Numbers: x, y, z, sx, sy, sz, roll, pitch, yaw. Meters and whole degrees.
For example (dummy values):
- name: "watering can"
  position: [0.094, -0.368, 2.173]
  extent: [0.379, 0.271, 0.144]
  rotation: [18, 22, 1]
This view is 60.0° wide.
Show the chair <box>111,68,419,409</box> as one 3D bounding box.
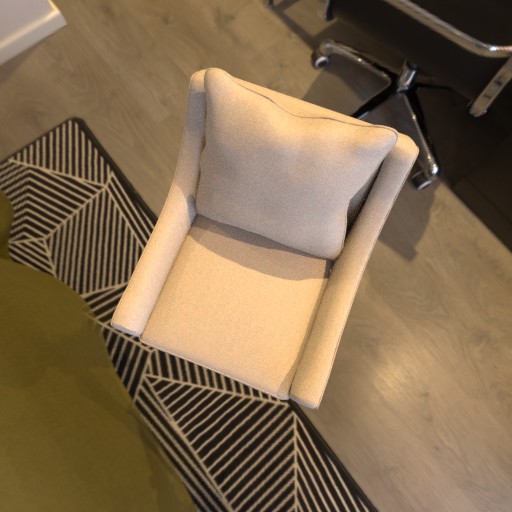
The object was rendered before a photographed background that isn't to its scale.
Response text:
- name: "chair"
  position: [0.000, 0.000, 1.616]
  extent: [0.760, 0.942, 0.876]
  rotation: [21, 76, 5]
